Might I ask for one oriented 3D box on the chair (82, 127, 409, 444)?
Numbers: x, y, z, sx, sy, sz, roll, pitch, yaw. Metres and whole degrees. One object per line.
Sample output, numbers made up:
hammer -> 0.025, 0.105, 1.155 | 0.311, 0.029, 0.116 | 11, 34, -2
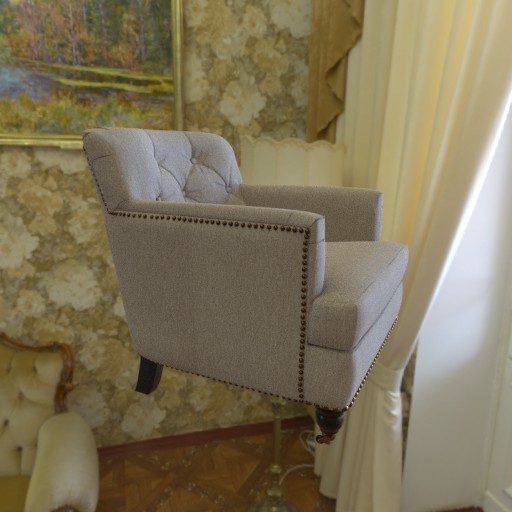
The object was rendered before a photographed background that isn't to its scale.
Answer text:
chair -> 0.000, 0.000, 1.475 | 0.902, 0.823, 0.737 | 7, 15, 26
